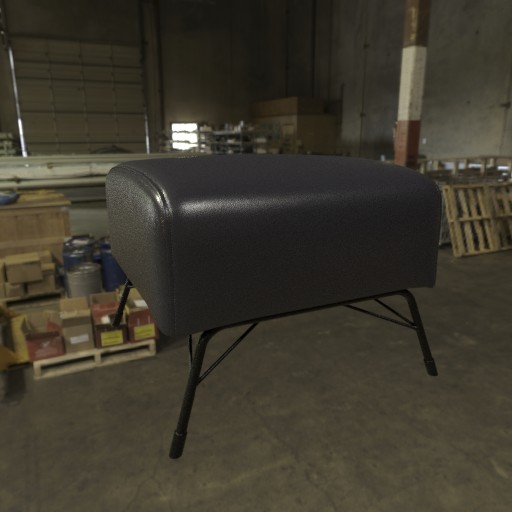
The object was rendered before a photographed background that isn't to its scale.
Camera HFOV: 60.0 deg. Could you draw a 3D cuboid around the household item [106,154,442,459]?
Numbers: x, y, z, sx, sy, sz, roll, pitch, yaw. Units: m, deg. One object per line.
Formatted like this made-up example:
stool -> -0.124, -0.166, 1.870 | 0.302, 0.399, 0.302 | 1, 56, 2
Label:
household item -> 0.000, 0.000, 0.917 | 0.530, 0.410, 0.530 | -7, 17, -25
